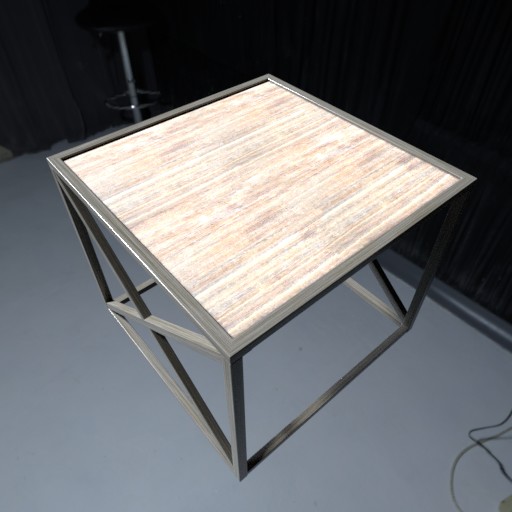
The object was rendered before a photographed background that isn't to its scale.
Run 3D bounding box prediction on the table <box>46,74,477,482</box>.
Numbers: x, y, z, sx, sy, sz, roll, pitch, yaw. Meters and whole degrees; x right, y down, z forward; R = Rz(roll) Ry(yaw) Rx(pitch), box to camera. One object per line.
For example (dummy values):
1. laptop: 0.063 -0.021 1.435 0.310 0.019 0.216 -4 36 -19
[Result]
1. table: 0.000 0.000 1.065 0.609 0.507 0.611 -32 54 -27
